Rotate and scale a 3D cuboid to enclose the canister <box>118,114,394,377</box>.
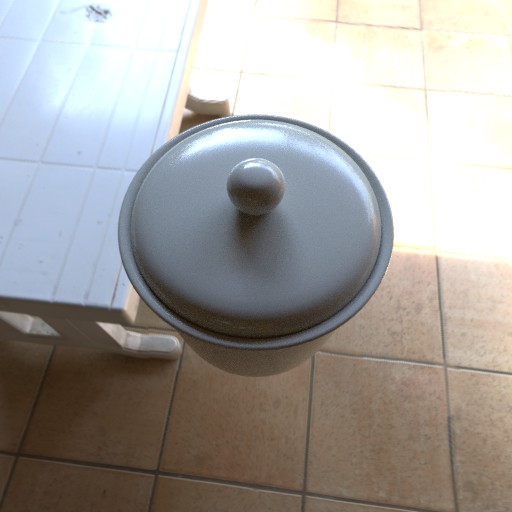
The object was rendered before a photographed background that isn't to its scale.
[{"bbox_3d":[0.000,0.000,0.346,0.182,0.208,0.182,0,63,0],"label":"canister"}]
